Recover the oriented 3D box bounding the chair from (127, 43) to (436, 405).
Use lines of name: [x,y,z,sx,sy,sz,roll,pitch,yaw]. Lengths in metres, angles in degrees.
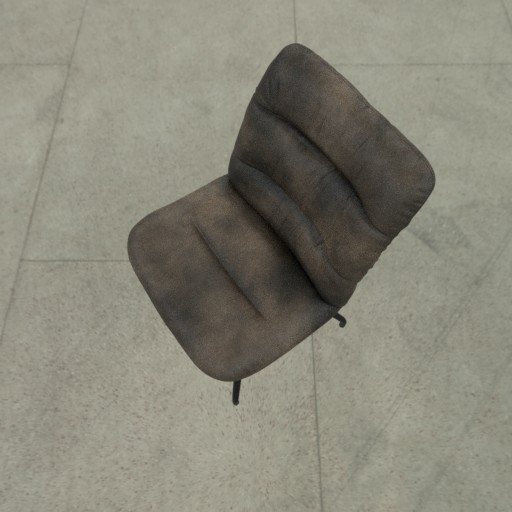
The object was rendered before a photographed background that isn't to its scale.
chair: [0.000,0.000,1.257,0.622,0.870,0.549,-33,69,-15]
